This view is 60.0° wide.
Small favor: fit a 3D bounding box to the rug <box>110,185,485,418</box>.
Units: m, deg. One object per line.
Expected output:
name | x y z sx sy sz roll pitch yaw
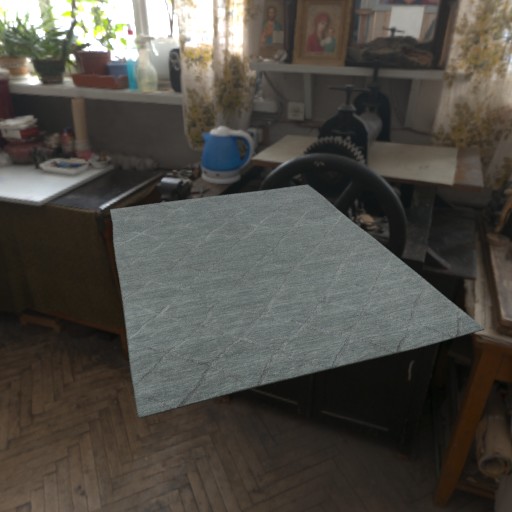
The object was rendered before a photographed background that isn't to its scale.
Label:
rug | 0.000 0.000 4.052 2.438 0.013 3.048 -10 31 -16
